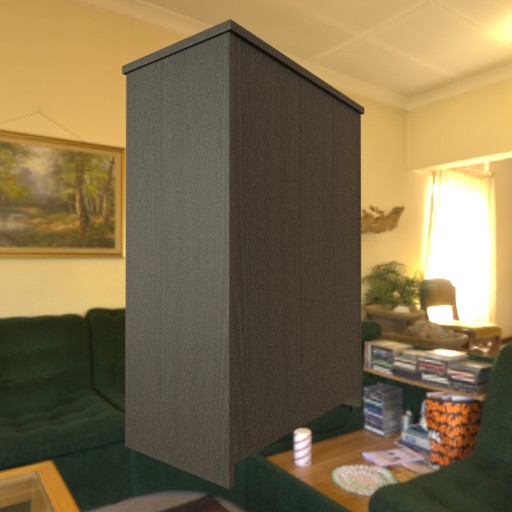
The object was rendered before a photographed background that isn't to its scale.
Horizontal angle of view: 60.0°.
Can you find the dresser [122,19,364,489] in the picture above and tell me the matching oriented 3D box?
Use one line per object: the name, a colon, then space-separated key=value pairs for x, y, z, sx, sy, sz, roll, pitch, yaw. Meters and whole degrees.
dresser: x=0.000 y=0.000 z=1.356 sx=0.399 sy=1.020 sz=0.704 roll=0 pitch=-1 yaw=37
